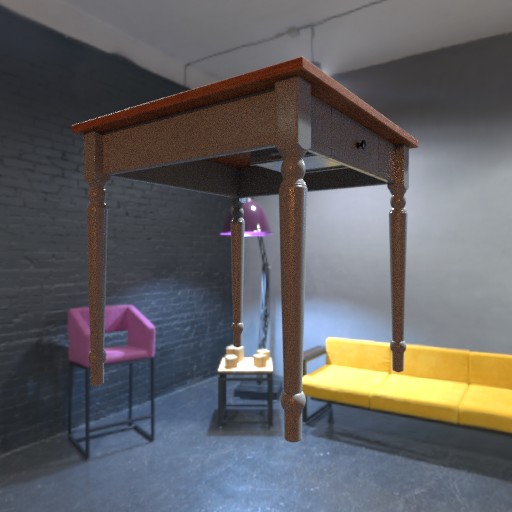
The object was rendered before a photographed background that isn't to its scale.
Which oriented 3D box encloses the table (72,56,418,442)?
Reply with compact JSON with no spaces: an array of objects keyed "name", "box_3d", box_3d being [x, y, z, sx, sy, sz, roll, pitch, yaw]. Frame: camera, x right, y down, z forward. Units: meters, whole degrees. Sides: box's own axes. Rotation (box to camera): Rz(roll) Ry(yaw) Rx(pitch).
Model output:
[{"name":"table","box_3d":[0.000,0.000,1.337,0.747,0.738,0.747,0,0,36]}]
